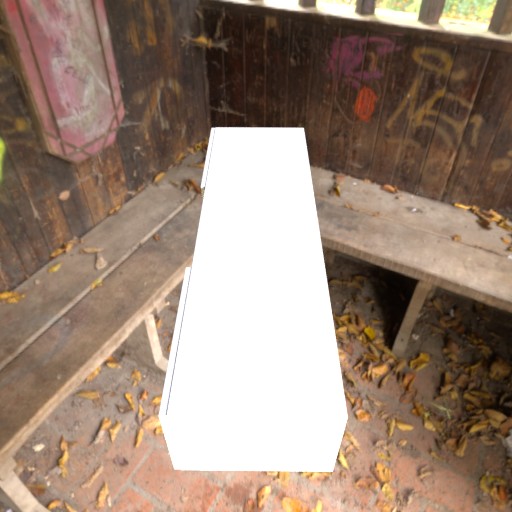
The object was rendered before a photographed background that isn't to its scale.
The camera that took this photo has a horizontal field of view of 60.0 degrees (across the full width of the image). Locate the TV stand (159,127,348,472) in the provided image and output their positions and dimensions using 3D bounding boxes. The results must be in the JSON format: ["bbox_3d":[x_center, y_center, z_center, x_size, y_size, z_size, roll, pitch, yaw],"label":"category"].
[{"bbox_3d":[0.000,0.000,1.604,0.420,0.310,1.400,0,42,0],"label":"TV stand"}]
